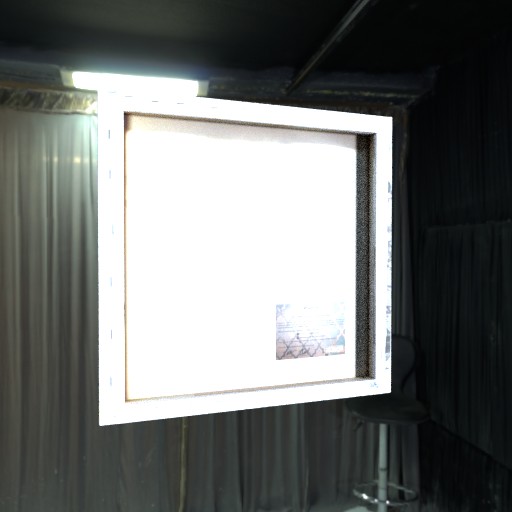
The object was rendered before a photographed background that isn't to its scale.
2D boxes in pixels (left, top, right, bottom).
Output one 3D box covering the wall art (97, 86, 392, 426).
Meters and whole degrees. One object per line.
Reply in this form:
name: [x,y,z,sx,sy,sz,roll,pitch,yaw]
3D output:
wall art: [0.000,0.000,0.614,0.411,0.410,0.038,0,1,-18]
